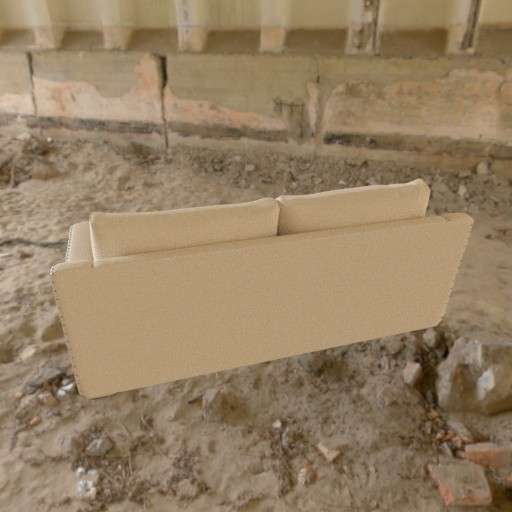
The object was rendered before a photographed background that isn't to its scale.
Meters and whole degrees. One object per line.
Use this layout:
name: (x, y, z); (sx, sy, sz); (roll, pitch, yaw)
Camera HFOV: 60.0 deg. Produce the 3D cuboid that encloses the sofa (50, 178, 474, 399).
sofa: (0.000, 0.000, 2.307); (1.812, 0.830, 0.949); (-8, 26, -16)
